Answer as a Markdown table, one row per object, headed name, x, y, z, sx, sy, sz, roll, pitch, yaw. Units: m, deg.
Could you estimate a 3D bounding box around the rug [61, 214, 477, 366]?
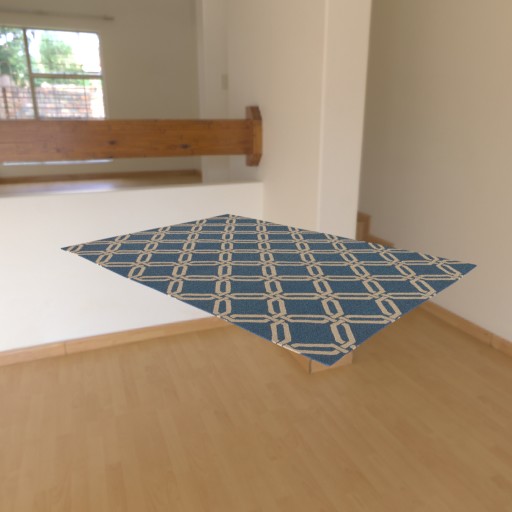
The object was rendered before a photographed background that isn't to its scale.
| name | x | y | z | sx | sy | sz | roll | pitch | yaw |
| --- | --- | --- | --- | --- | --- | --- | --- | --- | --- |
| rug | 0.000 | 0.000 | 2.747 | 2.135 | 0.013 | 1.524 | 16 | 23 | 41 |
